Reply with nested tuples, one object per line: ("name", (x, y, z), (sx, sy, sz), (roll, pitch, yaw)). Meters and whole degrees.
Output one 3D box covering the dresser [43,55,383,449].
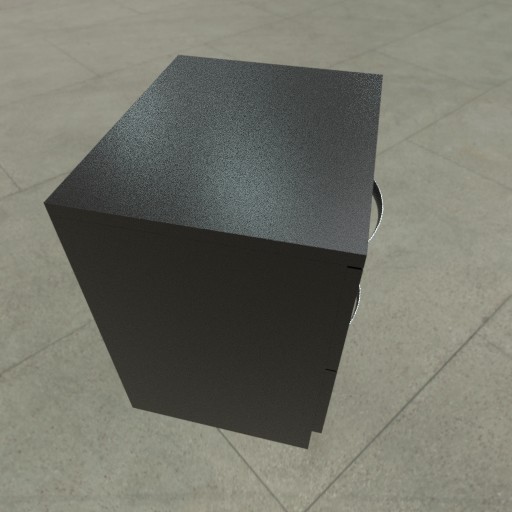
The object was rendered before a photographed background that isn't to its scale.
("dresser", (0.000, 0.000, 0.736), (0.360, 0.470, 0.400), (10, 46, 9))
